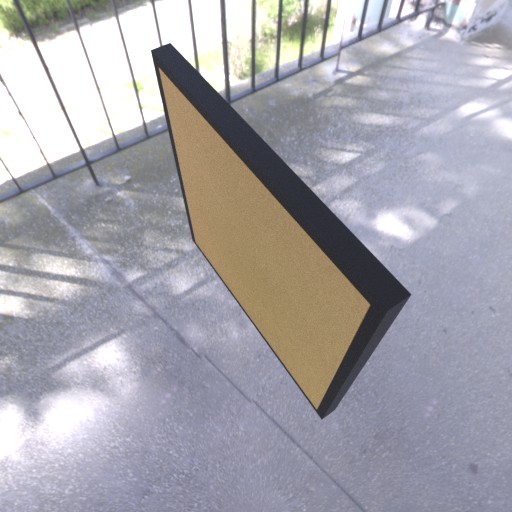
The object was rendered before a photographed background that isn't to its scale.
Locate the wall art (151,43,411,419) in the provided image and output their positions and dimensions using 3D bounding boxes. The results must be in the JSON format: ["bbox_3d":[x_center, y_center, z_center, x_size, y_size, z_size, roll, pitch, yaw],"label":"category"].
[{"bbox_3d":[0.000,0.000,0.765,0.033,0.507,0.508,-30,63,-17],"label":"wall art"}]
